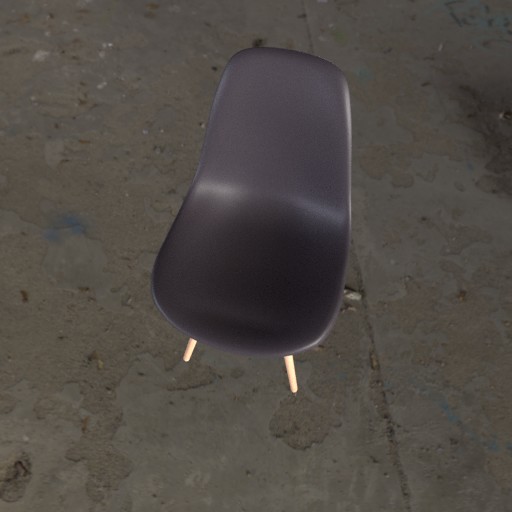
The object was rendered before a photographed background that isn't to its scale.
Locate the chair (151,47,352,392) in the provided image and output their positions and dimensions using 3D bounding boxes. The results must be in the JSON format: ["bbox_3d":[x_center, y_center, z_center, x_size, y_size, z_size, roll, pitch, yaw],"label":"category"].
[{"bbox_3d":[0.000,0.000,1.148,0.470,0.825,0.533,14,60,8],"label":"chair"}]
